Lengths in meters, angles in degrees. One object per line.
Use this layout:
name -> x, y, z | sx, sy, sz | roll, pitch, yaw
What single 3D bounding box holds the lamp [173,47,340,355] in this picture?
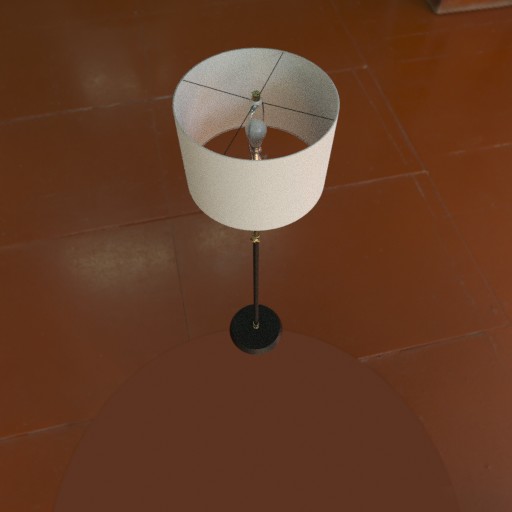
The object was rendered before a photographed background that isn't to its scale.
lamp -> 0.000, 0.000, 1.712 | 0.404, 1.517, 0.404 | 19, 61, 11
